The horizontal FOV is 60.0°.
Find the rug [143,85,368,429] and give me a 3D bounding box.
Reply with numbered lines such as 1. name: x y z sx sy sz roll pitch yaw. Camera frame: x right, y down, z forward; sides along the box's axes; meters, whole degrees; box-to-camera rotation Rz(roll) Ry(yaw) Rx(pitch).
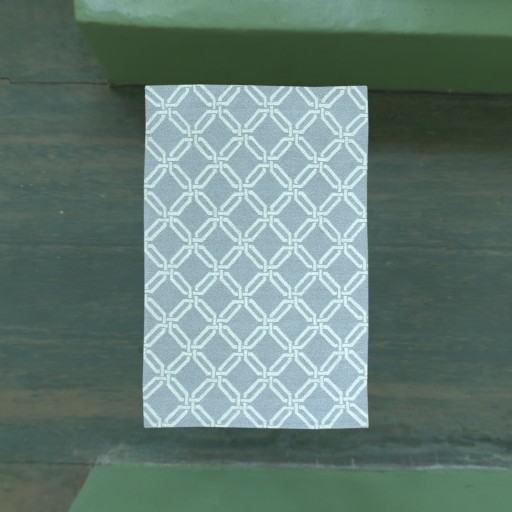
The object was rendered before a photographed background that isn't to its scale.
1. rug: 0.000 0.000 2.256 1.148 0.010 1.754 0 89 0
